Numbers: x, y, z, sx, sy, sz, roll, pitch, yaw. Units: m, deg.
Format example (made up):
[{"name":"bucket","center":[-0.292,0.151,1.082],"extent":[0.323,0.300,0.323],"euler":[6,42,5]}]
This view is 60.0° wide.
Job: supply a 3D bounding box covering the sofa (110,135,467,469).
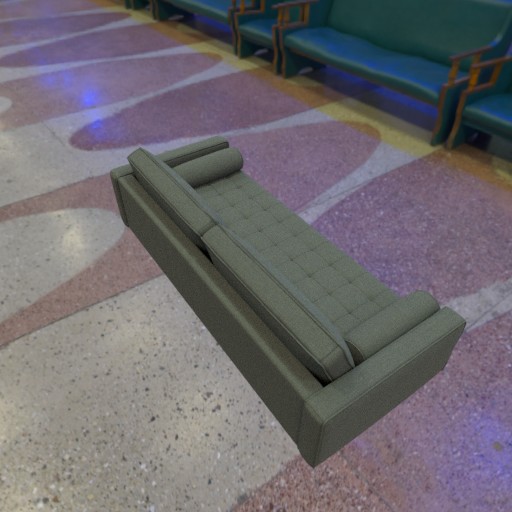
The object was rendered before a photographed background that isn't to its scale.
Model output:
[{"name":"sofa","center":[0.000,0.000,2.645],"extent":[0.914,0.762,2.198],"euler":[-25,48,-25]}]
